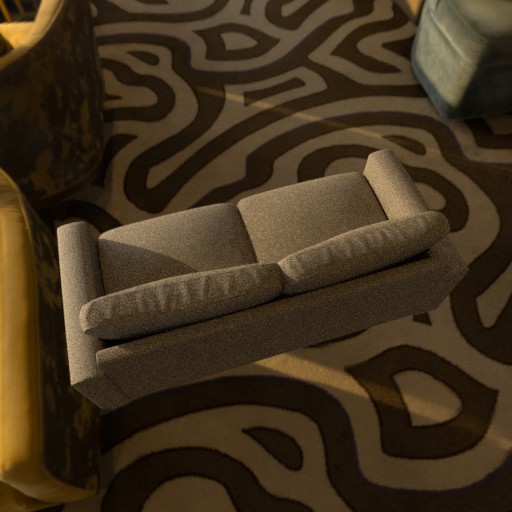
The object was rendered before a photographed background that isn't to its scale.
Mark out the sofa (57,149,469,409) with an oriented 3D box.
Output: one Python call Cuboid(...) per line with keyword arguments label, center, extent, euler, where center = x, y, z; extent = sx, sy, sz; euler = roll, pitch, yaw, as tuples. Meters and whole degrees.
Cuboid(label="sofa", center=(0.000, 0.000, 2.645), extent=(2.179, 0.873, 1.016), euler=(-15, 60, -9))
